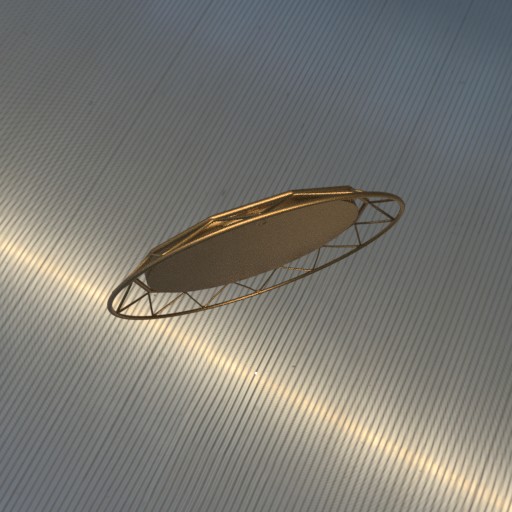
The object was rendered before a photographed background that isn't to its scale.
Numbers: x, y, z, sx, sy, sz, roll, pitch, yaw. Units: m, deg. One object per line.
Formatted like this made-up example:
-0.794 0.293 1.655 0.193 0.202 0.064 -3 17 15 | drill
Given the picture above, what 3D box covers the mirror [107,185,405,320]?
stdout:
0.000 0.000 0.680 0.454 0.454 0.043 -18 76 -5 | mirror
